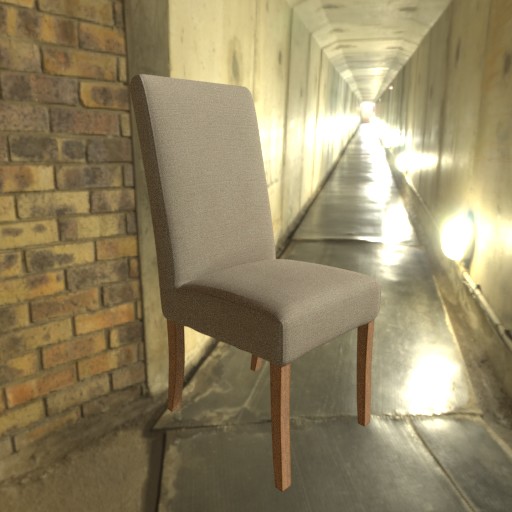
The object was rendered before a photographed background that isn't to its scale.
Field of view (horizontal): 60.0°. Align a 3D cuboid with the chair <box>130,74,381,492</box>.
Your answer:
[{"bbox_3d":[0.000,0.000,1.327,0.450,1.033,0.611,-14,19,-43],"label":"chair"}]
